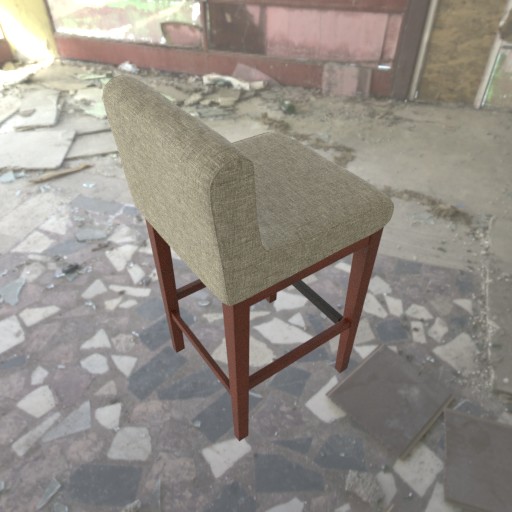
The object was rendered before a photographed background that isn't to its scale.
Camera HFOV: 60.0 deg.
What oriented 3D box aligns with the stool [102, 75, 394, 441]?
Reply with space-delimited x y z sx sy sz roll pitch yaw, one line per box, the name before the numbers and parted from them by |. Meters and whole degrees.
stool | 0.000 0.000 1.083 0.459 0.835 0.417 -25 47 -26
